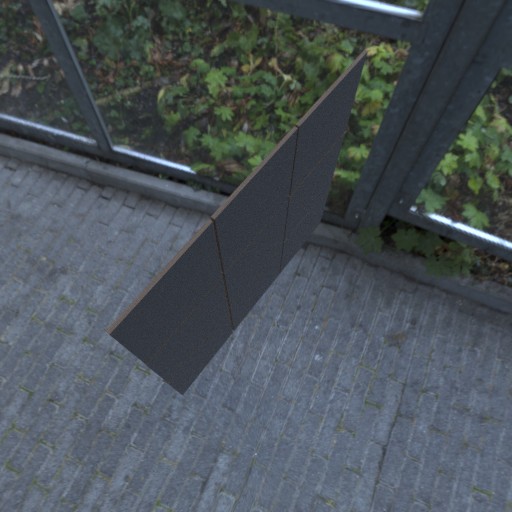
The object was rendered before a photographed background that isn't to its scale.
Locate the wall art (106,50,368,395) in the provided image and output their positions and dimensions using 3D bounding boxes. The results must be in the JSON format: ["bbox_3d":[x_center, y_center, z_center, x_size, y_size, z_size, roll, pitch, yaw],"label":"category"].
[{"bbox_3d":[0.000,0.000,1.845,0.013,1.216,1.216,35,70,14],"label":"wall art"}]
